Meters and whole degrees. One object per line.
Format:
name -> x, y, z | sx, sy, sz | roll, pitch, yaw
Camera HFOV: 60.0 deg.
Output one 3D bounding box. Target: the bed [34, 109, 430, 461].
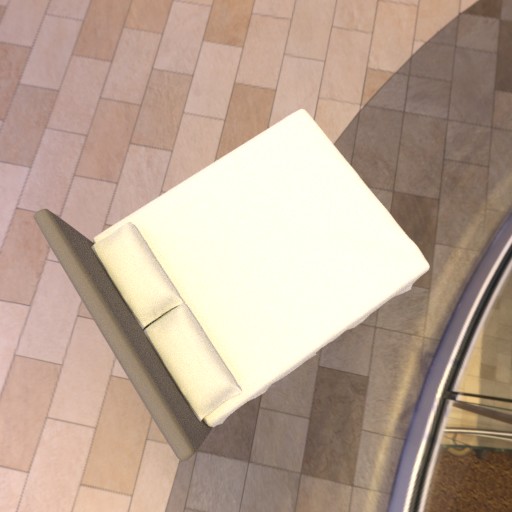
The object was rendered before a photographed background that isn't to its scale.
bed -> 0.000, 0.000, 3.252 | 2.142, 1.330, 1.748 | -34, 78, -8
